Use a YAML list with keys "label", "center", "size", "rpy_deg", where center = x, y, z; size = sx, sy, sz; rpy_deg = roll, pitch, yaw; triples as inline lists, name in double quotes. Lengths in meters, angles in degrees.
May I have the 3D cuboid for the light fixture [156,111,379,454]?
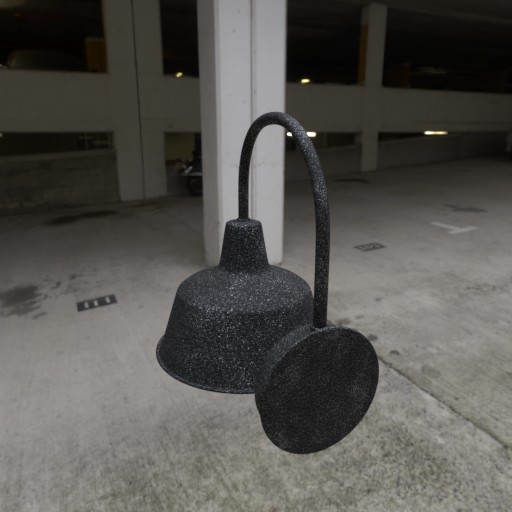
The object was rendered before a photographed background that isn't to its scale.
- label: "light fixture"
  center: [0.000, 0.000, 0.489]
  size: [0.216, 0.300, 0.283]
  rpy_deg: [-7, 18, -24]
